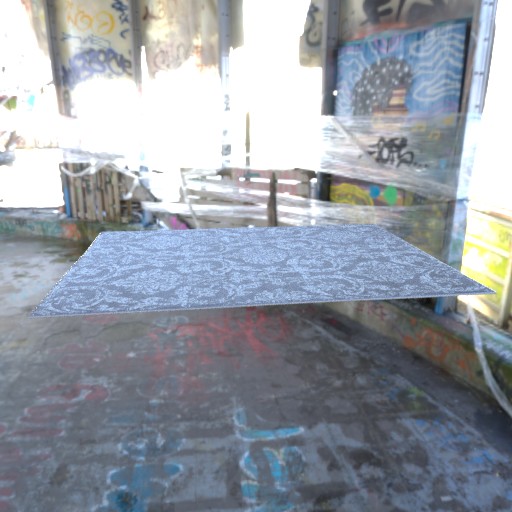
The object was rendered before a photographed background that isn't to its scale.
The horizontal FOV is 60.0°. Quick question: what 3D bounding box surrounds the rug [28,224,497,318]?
[{"bbox_3d":[0.000,0.000,2.807,2.206,0.014,1.578,-2,17,-7],"label":"rug"}]
